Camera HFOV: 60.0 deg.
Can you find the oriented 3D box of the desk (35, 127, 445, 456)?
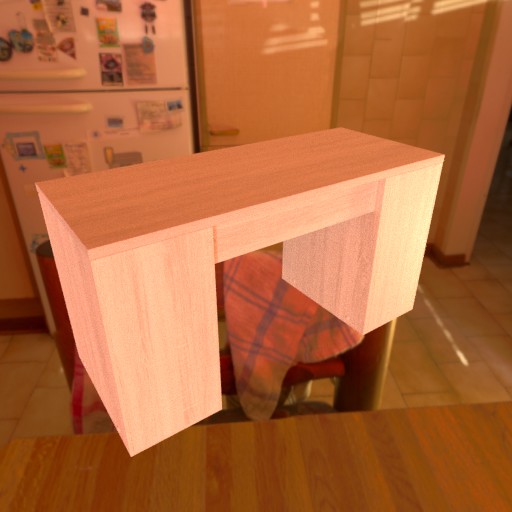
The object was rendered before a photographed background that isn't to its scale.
[{"bbox_3d":[0.000,0.000,1.781,1.390,0.740,0.600,-19,34,-30],"label":"desk"}]
